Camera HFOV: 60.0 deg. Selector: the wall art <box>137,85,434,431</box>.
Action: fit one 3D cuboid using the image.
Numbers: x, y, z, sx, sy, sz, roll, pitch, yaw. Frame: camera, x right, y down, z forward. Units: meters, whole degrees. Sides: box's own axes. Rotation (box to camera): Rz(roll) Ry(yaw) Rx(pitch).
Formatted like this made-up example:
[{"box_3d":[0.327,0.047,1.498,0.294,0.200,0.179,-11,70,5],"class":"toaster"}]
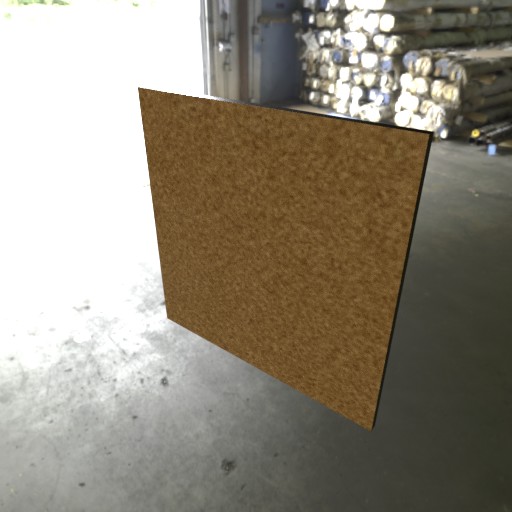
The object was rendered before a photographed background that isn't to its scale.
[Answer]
[{"box_3d":[0.000,0.000,0.674,0.446,0.445,0.014,21,36,32],"class":"wall art"}]
